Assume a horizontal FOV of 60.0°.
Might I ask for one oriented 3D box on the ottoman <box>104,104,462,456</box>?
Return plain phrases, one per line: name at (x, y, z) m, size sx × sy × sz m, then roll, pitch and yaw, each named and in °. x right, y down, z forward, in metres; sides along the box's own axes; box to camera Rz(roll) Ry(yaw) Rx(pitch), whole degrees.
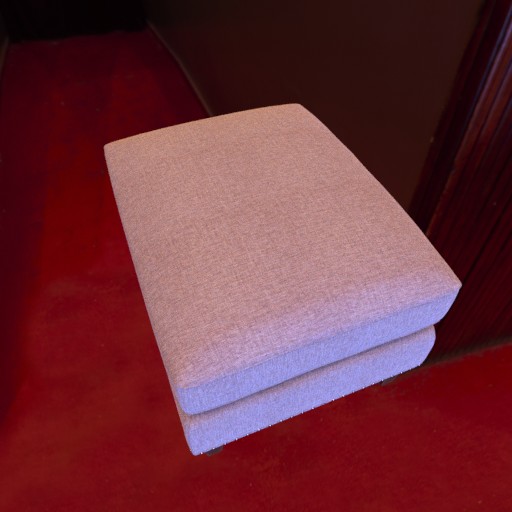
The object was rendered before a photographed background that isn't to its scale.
ottoman at (0.000, 0.000, 1.127) m, size 0.584 × 0.513 × 0.741 m, roll -17°, pitch 50°, yaw -14°
